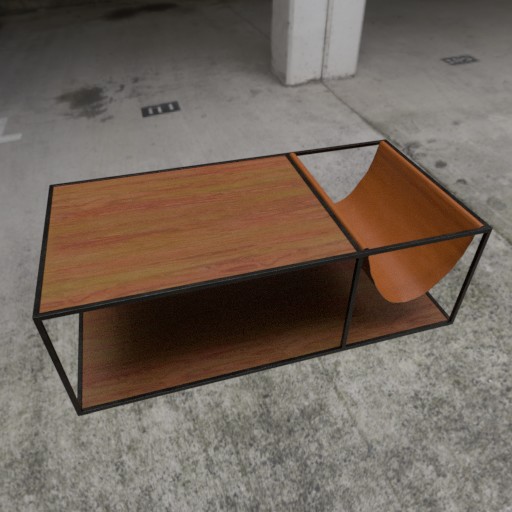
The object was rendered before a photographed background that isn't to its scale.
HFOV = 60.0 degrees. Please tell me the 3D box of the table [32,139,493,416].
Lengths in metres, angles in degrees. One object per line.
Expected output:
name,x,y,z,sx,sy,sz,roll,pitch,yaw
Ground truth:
table,0.000,0.000,1.449,1.199,0.403,0.597,-11,41,-13
